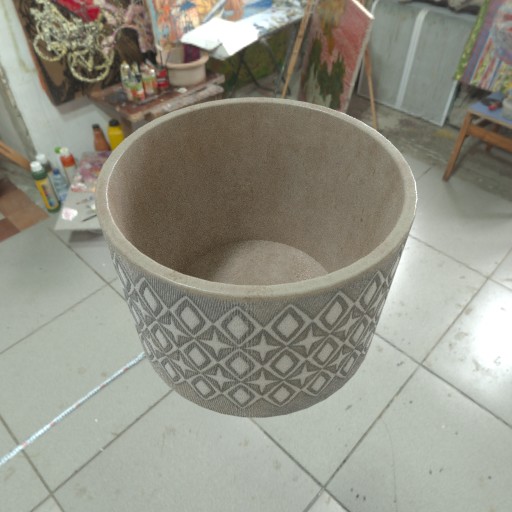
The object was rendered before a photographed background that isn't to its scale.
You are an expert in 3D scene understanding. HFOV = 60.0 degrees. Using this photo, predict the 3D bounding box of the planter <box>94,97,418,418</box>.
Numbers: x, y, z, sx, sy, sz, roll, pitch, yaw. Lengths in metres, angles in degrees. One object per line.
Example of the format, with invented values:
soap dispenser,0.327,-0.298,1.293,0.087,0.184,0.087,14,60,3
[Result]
planter,0.000,0.000,0.277,0.164,0.127,0.164,0,47,0
